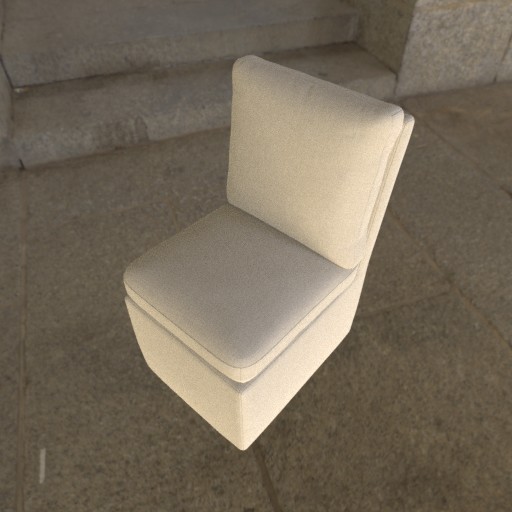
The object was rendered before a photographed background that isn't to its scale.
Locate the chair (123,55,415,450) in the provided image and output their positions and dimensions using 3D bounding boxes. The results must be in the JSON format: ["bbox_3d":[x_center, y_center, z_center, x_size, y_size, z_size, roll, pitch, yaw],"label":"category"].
[{"bbox_3d":[0.000,0.000,1.319,0.503,0.927,0.698,32,53,28],"label":"chair"}]
